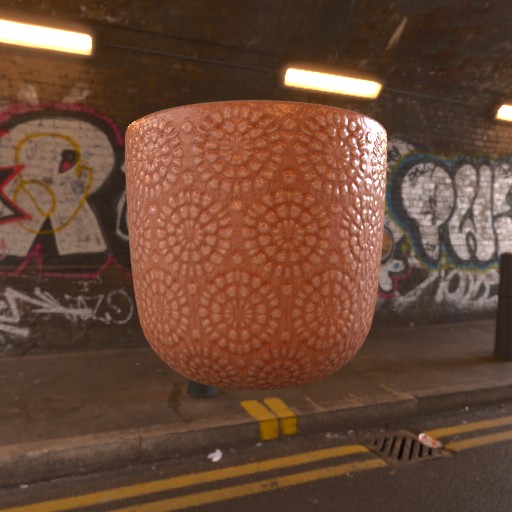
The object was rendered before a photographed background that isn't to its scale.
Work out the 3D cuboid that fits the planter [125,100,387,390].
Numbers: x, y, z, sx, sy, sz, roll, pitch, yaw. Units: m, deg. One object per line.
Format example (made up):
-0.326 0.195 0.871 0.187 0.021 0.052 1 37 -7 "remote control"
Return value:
0.000 0.000 0.368 0.208 0.190 0.208 0 1 0 "planter"
